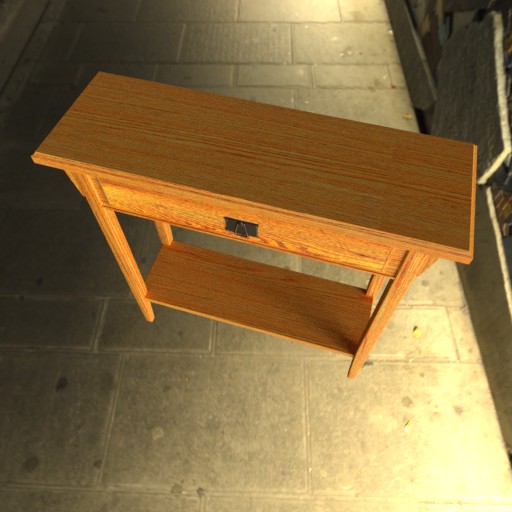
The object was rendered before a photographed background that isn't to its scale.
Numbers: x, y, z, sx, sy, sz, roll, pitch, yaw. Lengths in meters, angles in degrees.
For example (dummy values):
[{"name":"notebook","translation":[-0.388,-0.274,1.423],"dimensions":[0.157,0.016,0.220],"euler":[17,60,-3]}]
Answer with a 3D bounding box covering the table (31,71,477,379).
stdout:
[{"name":"table","translation":[0.000,0.000,1.089],"dimensions":[0.762,0.711,0.254],"euler":[14,58,9]}]
